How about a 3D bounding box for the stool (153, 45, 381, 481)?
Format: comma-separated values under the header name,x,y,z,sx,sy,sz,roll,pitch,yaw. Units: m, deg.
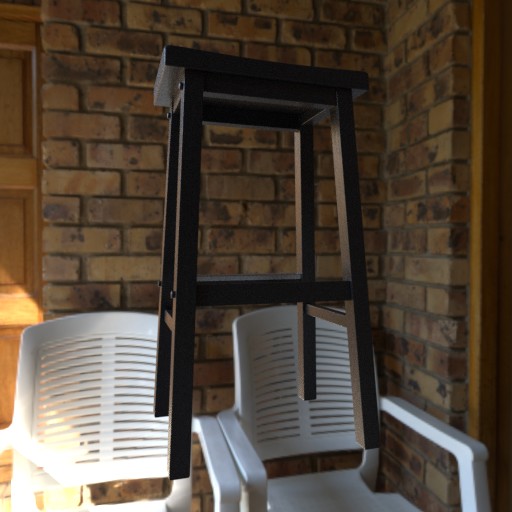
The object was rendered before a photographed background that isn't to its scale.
name,x,y,z,sx,sy,sz,roll,pitch,yaw
stool,0.000,0.000,0.945,0.406,0.742,0.322,0,1,-18
